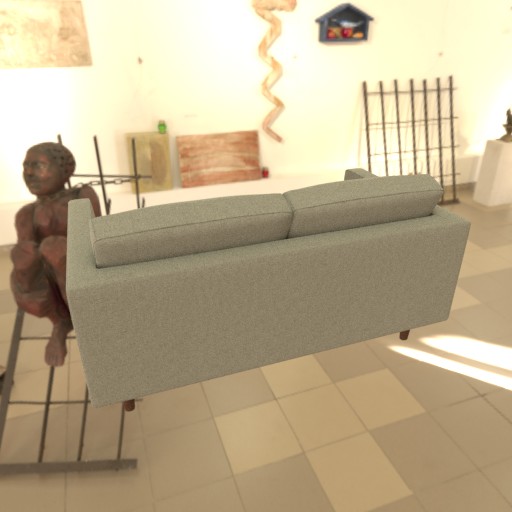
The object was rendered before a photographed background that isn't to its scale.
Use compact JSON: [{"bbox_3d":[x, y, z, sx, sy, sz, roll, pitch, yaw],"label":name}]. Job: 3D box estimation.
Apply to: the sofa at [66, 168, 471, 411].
[{"bbox_3d":[0.000,0.000,2.288,1.731,0.900,1.000,-10,29,-18],"label":"sofa"}]
